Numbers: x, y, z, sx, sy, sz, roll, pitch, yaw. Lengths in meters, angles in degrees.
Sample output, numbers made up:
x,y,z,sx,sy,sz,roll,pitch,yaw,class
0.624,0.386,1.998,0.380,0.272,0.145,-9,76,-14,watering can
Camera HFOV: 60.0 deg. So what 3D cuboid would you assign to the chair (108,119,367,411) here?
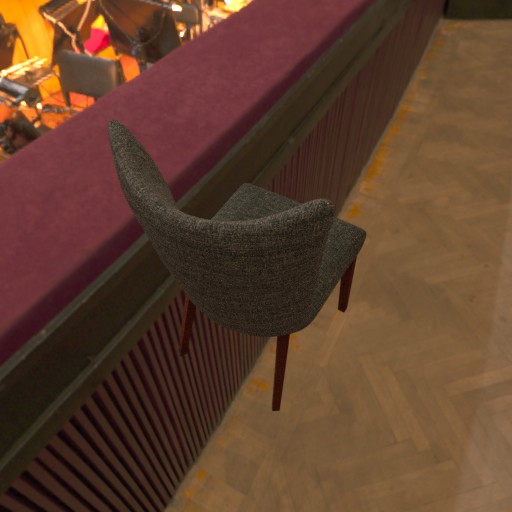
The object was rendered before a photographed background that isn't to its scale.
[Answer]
x,y,z,sx,sy,sz,roll,pitch,yaw,class
0.000,0.000,1.312,0.535,0.924,0.623,25,53,20,chair
